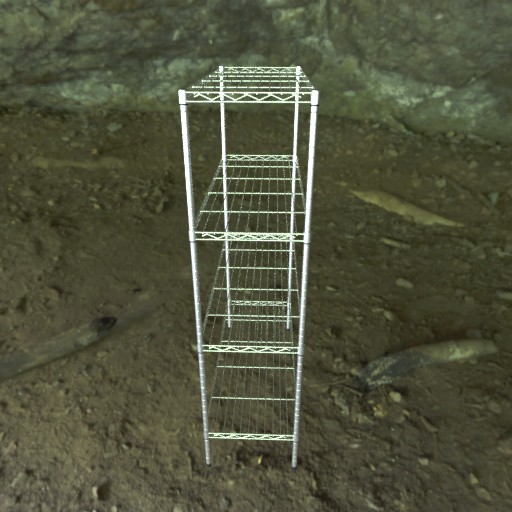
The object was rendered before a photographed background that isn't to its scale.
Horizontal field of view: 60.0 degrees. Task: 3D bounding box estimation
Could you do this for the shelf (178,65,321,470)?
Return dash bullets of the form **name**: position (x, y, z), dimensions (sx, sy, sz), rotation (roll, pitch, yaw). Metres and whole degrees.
- **shelf**: position (0.000, 0.000, 1.788), dimensions (0.352, 1.360, 0.907), rotation (1, 27, 2)
